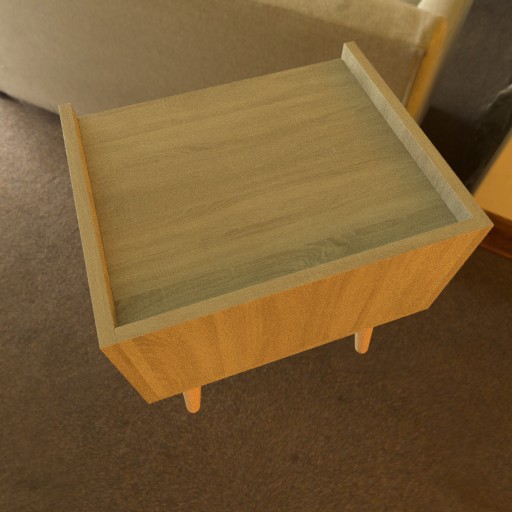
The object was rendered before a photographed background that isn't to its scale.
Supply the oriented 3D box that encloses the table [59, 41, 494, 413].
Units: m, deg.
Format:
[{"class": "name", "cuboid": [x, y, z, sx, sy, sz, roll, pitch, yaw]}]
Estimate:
[{"class": "table", "cuboid": [0.000, 0.000, 0.761, 0.450, 0.470, 0.370, -17, 60, -10]}]
